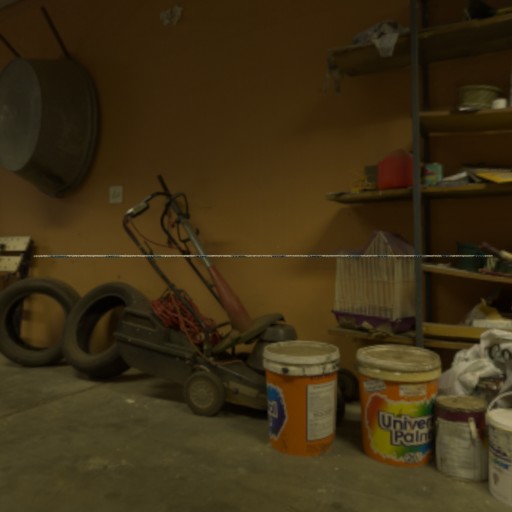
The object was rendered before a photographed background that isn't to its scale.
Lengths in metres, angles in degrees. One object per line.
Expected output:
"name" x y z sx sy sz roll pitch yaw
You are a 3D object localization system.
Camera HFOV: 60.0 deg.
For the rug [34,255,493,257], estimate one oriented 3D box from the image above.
"rug" 0.000 0.000 2.984 2.439 0.008 1.531 0 0 -16
